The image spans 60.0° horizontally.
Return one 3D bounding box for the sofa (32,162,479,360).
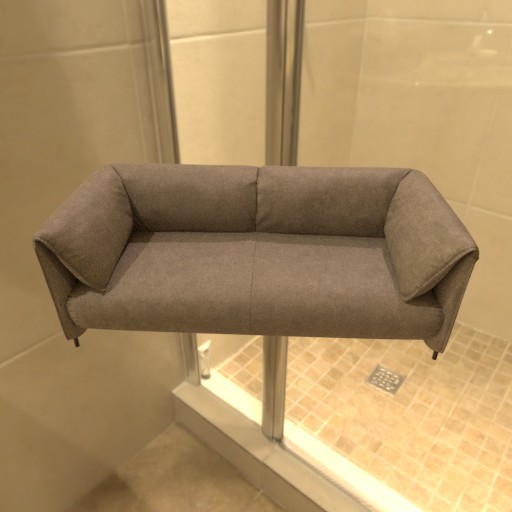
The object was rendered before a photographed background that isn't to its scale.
[{"bbox_3d":[0.000,0.000,2.345,1.878,0.747,0.905,2,31,2],"label":"sofa"}]
